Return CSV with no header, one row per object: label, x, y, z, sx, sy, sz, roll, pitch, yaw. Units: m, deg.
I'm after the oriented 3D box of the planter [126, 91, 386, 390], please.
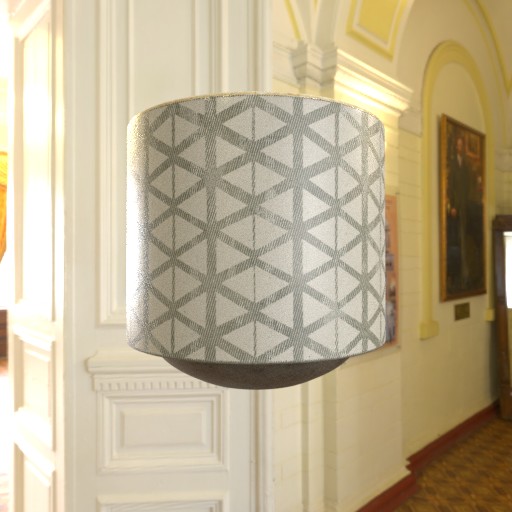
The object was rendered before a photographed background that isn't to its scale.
planter,0.000,0.000,0.447,0.250,0.239,0.250,0,-1,0
